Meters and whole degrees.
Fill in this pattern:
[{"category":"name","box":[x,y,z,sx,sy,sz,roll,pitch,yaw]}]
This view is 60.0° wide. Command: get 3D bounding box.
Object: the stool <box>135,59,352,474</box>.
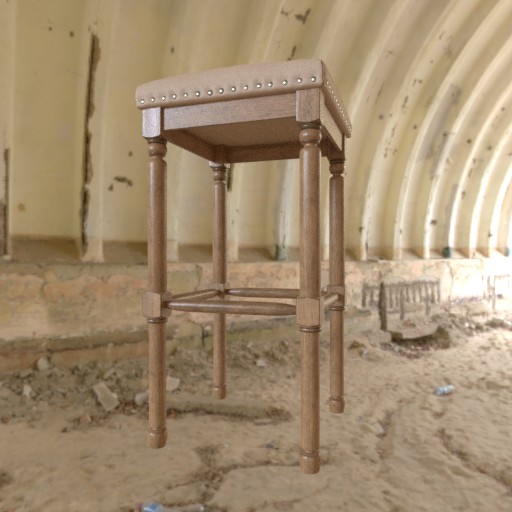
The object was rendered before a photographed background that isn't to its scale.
[{"category":"stool","box":[0.000,0.000,0.996,0.382,0.768,0.383,0,0,19]}]
